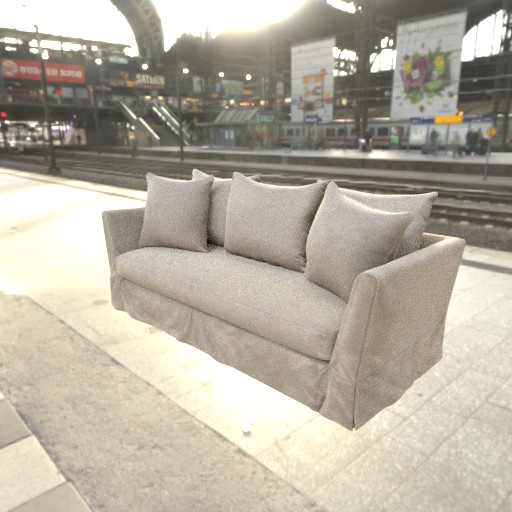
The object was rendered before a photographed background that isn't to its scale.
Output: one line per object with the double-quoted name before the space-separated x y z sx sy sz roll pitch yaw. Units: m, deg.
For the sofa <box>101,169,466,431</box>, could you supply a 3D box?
"sofa" 0.000 0.000 2.919 2.290 1.034 1.031 14 21 42
